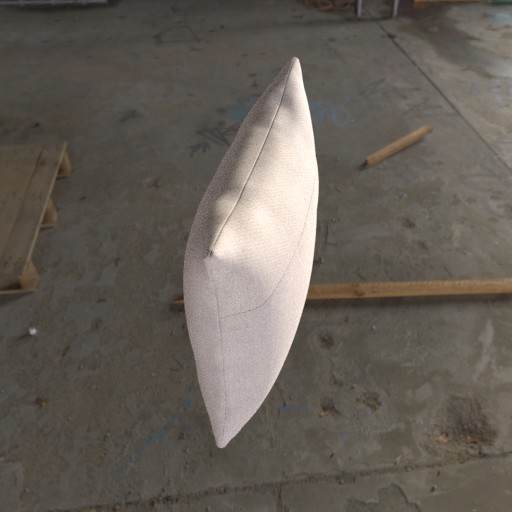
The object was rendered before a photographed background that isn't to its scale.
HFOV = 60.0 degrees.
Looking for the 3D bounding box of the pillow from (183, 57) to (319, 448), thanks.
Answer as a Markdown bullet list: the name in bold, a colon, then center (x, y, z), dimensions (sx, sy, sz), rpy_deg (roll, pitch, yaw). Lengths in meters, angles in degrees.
- **pillow**: center (0.000, 0.000, 0.679), dimensions (0.173, 0.436, 0.433), rpy_deg (9, 46, 9)
